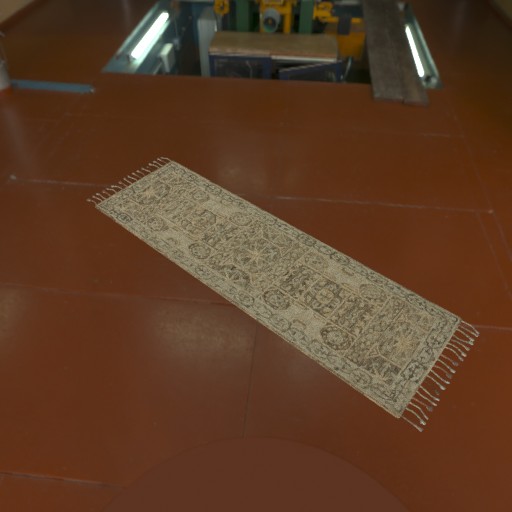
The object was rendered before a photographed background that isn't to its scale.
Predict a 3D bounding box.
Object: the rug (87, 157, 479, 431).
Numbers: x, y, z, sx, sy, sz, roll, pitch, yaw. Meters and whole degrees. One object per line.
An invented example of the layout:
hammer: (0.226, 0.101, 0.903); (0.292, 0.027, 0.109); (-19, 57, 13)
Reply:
rug: (0.000, 0.000, 2.870); (2.664, 0.011, 0.762); (32, 54, 27)
